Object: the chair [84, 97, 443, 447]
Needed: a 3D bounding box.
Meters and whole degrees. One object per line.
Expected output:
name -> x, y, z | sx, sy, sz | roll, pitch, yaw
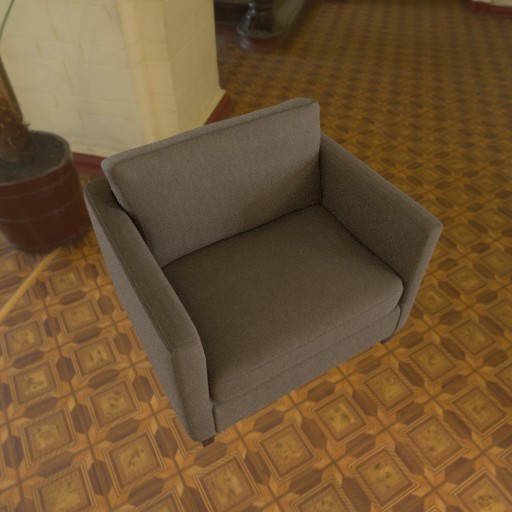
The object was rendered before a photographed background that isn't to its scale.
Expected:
chair -> 0.000, 0.000, 1.877 | 1.107, 0.963, 0.959 | -23, 50, -21
